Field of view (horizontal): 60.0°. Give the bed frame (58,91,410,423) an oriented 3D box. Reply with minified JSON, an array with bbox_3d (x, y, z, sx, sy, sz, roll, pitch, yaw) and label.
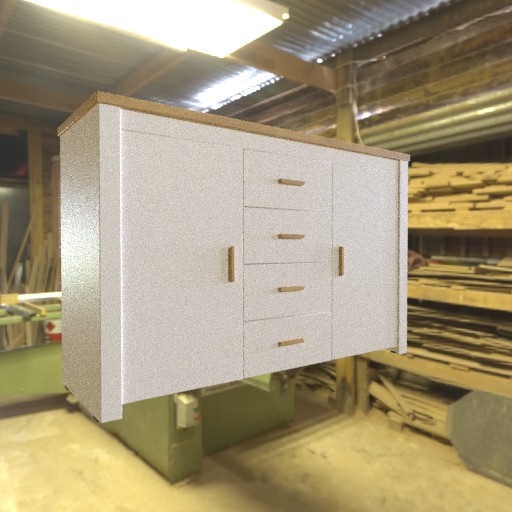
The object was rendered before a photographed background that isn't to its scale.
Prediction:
[{"bbox_3d":[0.000,0.000,1.673,1.300,0.850,0.430,-1,1,-36],"label":"bed frame"}]
